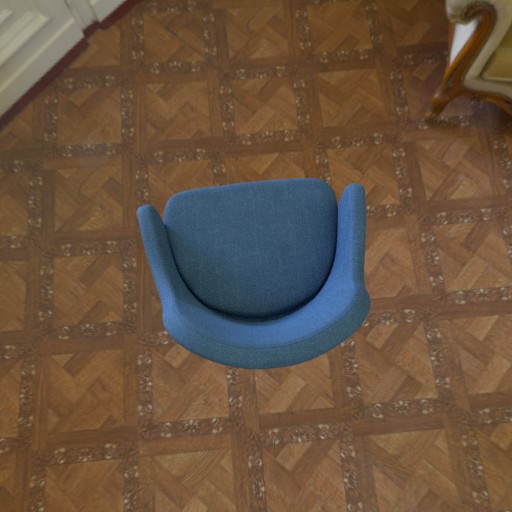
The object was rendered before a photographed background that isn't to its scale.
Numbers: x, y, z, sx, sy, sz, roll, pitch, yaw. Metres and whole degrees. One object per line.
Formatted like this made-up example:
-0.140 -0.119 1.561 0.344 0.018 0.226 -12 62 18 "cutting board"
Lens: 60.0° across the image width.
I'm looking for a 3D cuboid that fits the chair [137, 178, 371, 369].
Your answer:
0.000 0.000 1.293 0.599 0.820 0.655 -6 75 -2 "chair"
